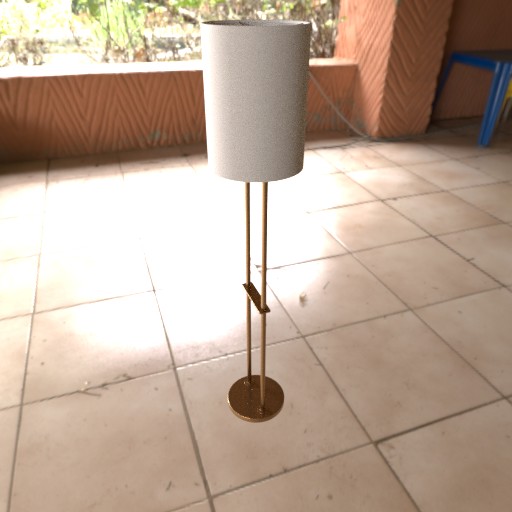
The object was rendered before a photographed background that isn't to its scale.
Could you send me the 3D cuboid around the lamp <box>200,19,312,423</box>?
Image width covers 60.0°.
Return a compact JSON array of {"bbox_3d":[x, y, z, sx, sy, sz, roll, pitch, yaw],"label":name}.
[{"bbox_3d":[0.000,0.000,1.606,0.305,1.500,0.306,-11,32,-18],"label":"lamp"}]
